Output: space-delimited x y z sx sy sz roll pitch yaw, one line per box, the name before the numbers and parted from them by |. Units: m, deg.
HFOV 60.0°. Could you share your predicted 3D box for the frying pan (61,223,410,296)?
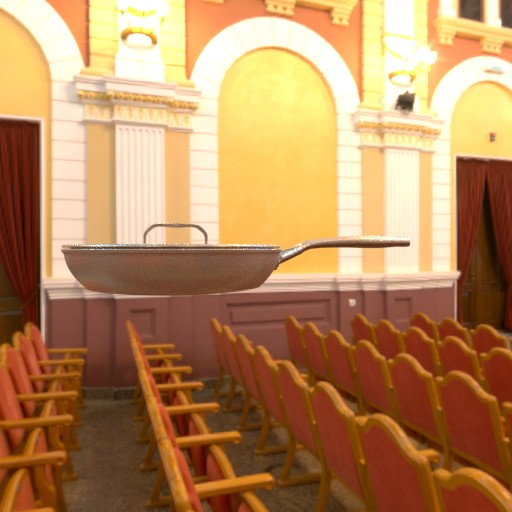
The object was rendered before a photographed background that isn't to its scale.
frying pan | 0.000 0.000 0.607 0.490 0.086 0.272 0 1 -19
